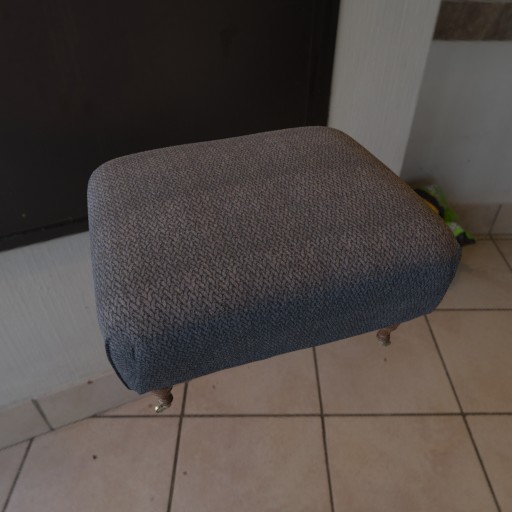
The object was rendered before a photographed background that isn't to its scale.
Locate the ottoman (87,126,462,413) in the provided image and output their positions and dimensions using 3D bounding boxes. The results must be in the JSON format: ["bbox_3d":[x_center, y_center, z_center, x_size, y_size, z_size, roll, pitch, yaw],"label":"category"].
[{"bbox_3d":[0.000,0.000,1.112,0.747,0.450,0.622,-12,42,-14],"label":"ottoman"}]
